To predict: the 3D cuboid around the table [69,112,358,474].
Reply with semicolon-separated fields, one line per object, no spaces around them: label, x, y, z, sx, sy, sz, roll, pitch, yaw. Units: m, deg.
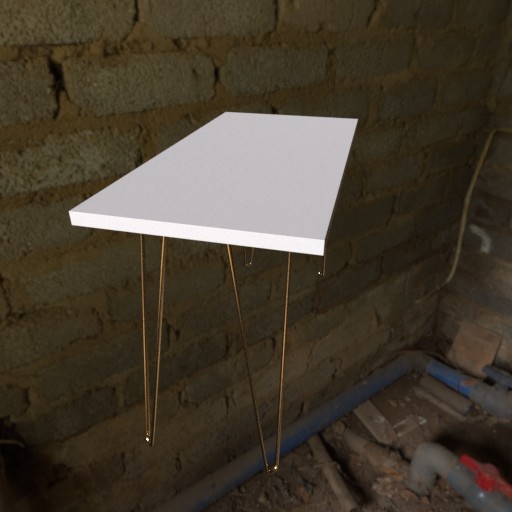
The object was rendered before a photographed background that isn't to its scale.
table;0.000;0.000;1.383;0.498;0.660;0.991;7;30;13
